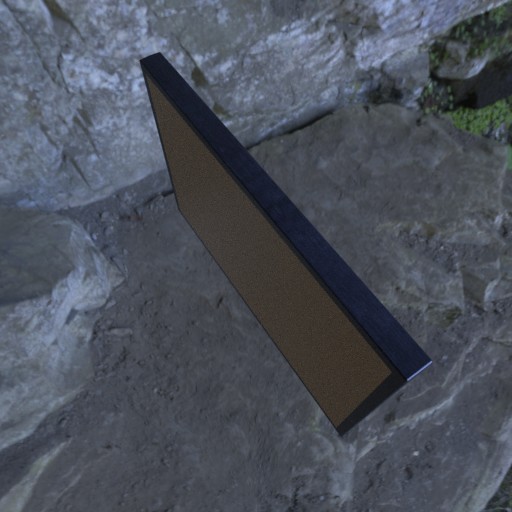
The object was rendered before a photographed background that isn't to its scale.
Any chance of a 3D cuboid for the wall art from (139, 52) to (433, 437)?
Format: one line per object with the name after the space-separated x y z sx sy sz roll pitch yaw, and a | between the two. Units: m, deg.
0.000 0.000 0.759 0.038 0.409 0.610 -30 65 -16 | wall art
